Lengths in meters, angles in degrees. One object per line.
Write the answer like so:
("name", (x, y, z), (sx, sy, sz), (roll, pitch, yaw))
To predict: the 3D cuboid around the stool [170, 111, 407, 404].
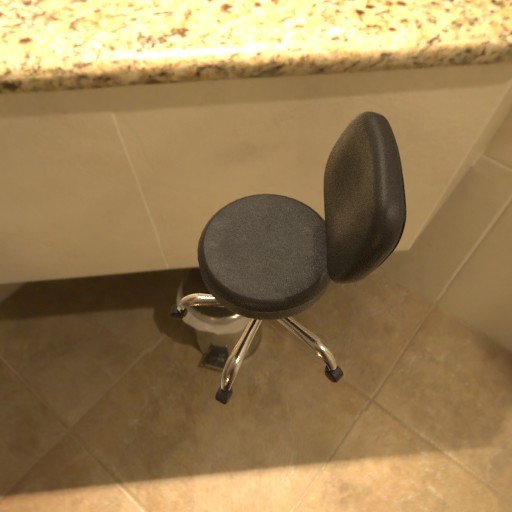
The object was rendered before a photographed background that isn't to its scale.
("stool", (0.000, 0.000, 1.331), (0.648, 0.862, 0.673), (2, 57, 1))
